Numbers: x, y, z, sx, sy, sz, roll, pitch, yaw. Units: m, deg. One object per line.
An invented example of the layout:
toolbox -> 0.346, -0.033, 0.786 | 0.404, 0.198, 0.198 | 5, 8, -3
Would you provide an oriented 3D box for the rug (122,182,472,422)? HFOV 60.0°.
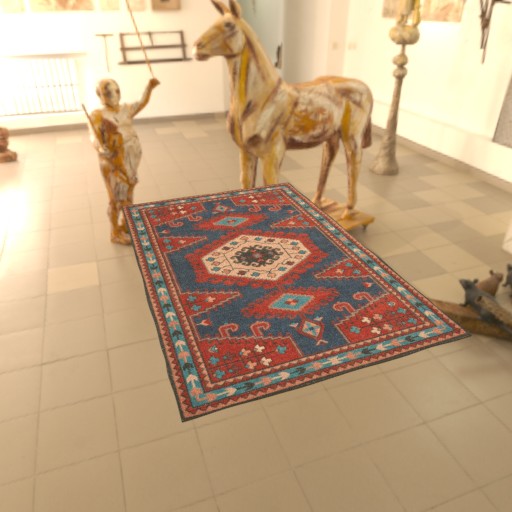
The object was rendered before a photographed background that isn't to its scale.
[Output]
rug -> 0.000, 0.000, 2.356 | 1.207, 0.012, 1.820 | -11, 32, -18
